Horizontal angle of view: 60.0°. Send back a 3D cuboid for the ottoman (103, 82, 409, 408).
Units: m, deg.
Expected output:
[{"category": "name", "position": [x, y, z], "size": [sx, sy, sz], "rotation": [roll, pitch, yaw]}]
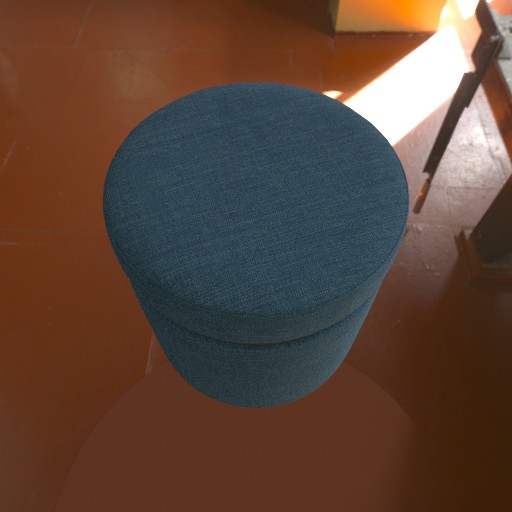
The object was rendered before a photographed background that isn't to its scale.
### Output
[{"category": "ottoman", "position": [0.000, 0.000, 0.729], "size": [0.398, 0.406, 0.398], "rotation": [0, 58, 0]}]
